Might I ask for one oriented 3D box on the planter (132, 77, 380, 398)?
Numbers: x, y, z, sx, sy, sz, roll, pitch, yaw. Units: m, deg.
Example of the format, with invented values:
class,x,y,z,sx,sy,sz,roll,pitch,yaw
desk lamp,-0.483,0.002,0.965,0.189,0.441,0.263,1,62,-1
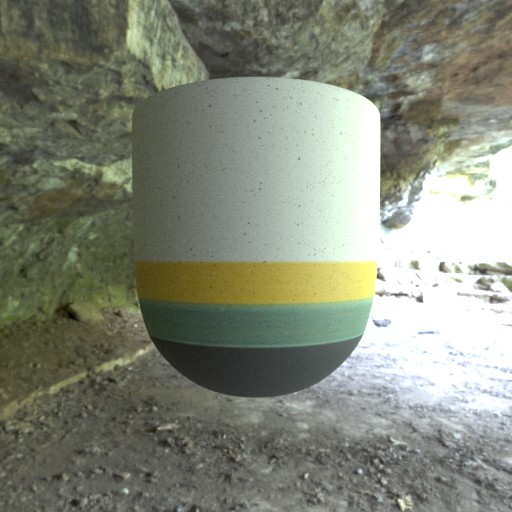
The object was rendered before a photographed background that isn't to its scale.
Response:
class,x,y,z,sx,sy,sz,roll,pitch,yaw
planter,0.000,0.000,0.361,0.195,0.214,0.195,0,0,0
